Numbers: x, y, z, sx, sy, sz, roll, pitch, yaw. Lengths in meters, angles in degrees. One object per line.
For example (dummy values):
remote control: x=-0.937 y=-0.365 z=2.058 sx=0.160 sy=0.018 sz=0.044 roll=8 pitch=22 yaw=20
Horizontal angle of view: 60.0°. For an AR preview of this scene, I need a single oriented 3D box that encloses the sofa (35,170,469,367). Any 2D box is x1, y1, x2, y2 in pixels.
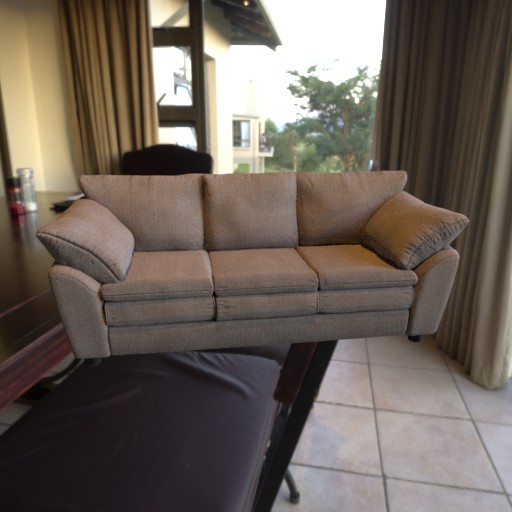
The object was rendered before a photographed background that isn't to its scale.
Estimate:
sofa: x=0.000 y=0.000 z=2.791 sx=2.334 sy=0.996 sz=0.878 roll=-2 pitch=16 yaw=-8
